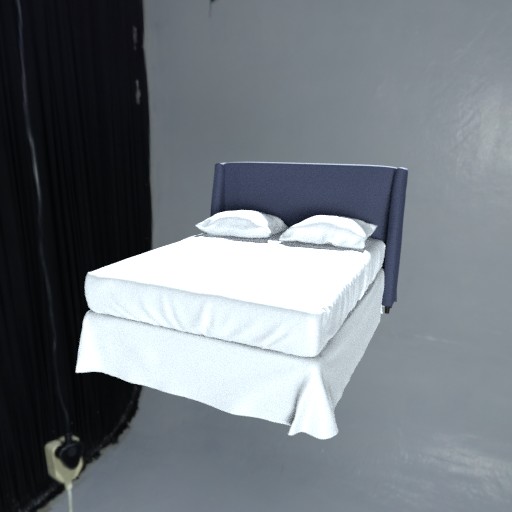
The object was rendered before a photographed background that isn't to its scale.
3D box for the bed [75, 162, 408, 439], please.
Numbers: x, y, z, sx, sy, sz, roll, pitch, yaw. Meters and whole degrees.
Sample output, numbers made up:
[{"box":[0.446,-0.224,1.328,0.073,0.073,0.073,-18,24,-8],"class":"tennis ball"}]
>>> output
[{"box":[0.000,0.000,3.491,1.925,1.332,2.276,7,16,25],"class":"bed"}]
